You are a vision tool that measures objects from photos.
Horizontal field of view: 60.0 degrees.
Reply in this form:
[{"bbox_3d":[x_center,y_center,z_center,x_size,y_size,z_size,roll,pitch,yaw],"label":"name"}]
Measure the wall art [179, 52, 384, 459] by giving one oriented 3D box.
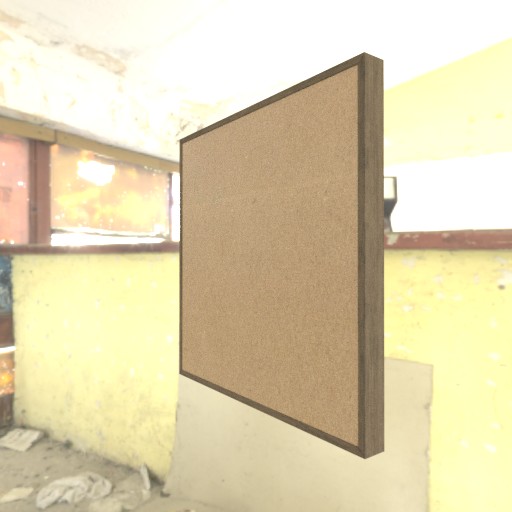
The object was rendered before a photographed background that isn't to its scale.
[{"bbox_3d":[0.000,0.000,0.768,0.038,0.508,0.508,0,0,-36],"label":"wall art"}]
